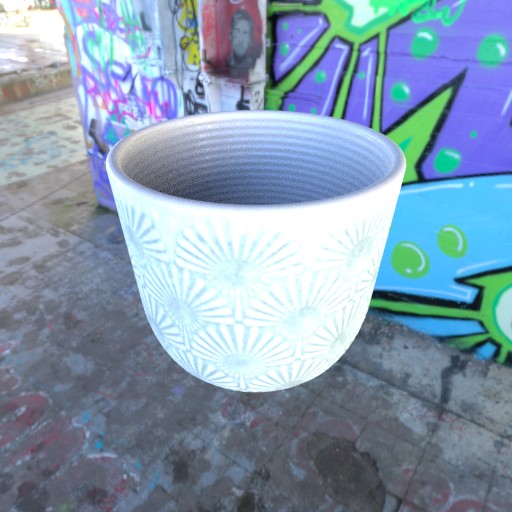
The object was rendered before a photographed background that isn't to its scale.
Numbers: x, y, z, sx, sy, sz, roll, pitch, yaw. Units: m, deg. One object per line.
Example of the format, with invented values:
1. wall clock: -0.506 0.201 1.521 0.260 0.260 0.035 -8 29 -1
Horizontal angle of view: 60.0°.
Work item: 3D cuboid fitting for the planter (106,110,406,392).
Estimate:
1. planter: 0.000 0.000 0.299 0.170 0.152 0.170 0 32 0
